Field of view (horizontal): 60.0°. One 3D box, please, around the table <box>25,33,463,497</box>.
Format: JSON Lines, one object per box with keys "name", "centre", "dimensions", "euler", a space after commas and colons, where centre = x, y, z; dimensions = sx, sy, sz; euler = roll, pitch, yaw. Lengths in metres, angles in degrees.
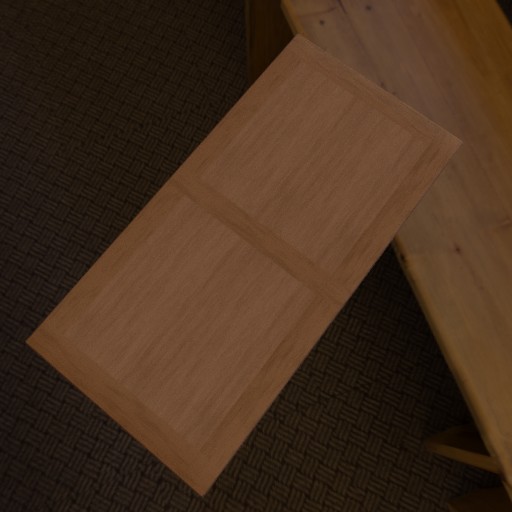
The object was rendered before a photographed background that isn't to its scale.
{"name": "table", "centre": [0.000, 0.000, 2.396], "dimensions": [1.000, 0.762, 1.982], "euler": [37, 79, 8]}
